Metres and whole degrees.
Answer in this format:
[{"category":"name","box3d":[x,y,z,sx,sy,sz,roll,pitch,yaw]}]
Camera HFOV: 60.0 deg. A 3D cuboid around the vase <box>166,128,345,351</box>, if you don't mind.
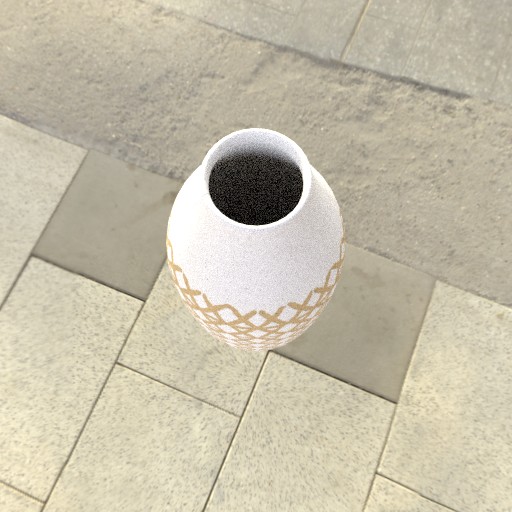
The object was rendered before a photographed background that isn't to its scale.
[{"category":"vase","box3d":[0.000,0.000,0.476,0.186,0.380,0.186,0,74,0]}]
